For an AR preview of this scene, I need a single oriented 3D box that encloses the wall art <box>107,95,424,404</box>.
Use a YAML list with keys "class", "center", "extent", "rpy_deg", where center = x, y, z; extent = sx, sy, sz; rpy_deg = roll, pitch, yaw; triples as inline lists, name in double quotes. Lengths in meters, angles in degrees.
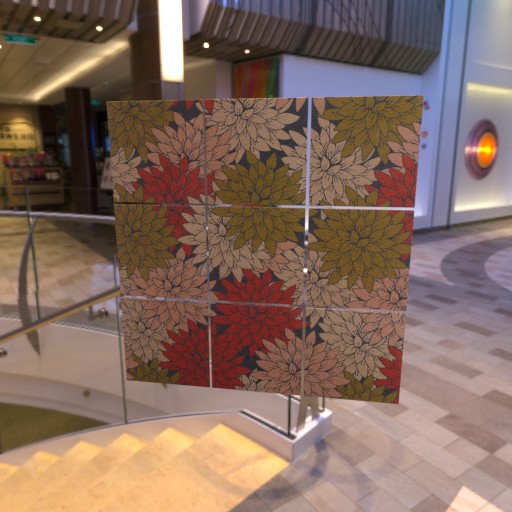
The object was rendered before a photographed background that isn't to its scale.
- class: "wall art"
  center: [0.000, 0.000, 2.279]
  extent: [1.519, 1.534, 0.013]
  rpy_deg: [2, 13, 9]
